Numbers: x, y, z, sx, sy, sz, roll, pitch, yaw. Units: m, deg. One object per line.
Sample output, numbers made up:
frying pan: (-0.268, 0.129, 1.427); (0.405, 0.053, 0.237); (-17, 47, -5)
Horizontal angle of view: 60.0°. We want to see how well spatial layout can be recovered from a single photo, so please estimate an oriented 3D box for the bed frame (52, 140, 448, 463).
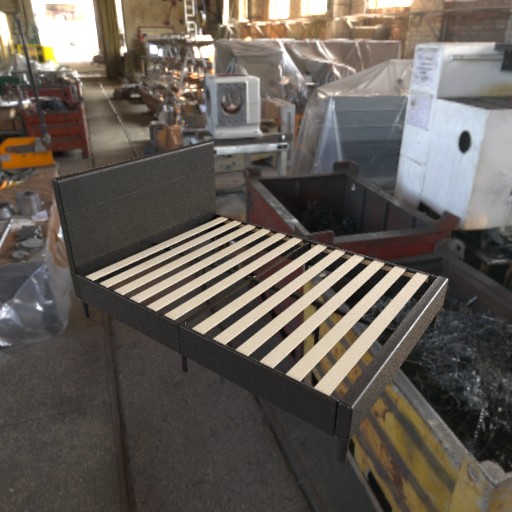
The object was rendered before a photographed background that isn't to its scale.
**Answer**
bed frame: (0.000, 0.000, 2.980); (2.152, 1.046, 1.469); (18, 31, 33)
